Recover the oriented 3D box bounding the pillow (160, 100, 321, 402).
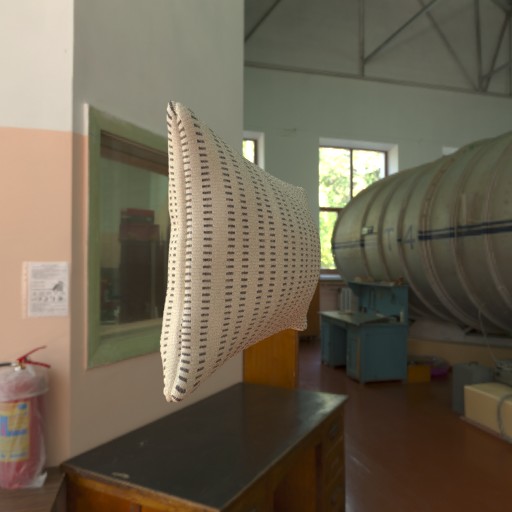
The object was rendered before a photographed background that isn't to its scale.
[{"bbox_3d":[0.000,0.000,0.810,0.210,0.353,0.640,0,-1,20],"label":"pillow"}]
